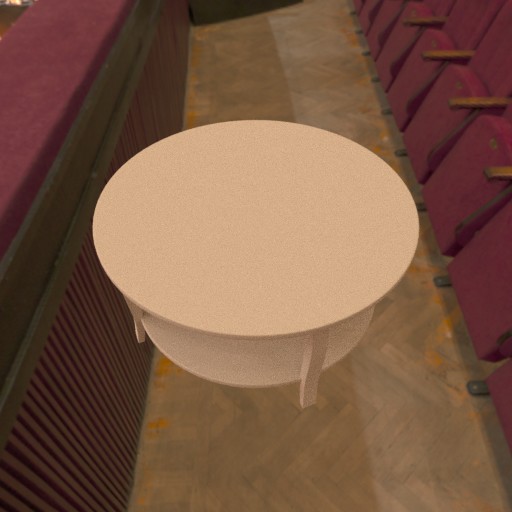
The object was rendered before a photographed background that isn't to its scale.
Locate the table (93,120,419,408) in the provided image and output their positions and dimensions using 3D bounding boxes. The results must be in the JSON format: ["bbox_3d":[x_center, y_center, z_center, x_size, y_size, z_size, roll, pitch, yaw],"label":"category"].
[{"bbox_3d":[0.000,0.000,1.438,0.910,0.457,0.910,0,46,0],"label":"table"}]
